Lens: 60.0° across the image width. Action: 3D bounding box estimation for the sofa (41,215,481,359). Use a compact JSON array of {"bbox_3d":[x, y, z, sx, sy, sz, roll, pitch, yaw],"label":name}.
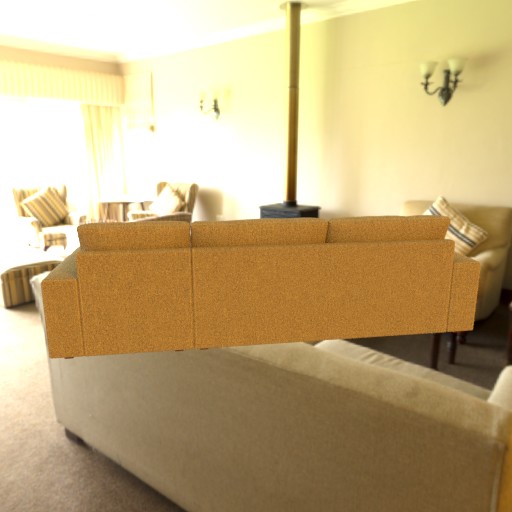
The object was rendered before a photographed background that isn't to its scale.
[{"bbox_3d":[0.000,0.000,3.520,2.718,0.813,1.689,-2,14,-9],"label":"sofa"}]
